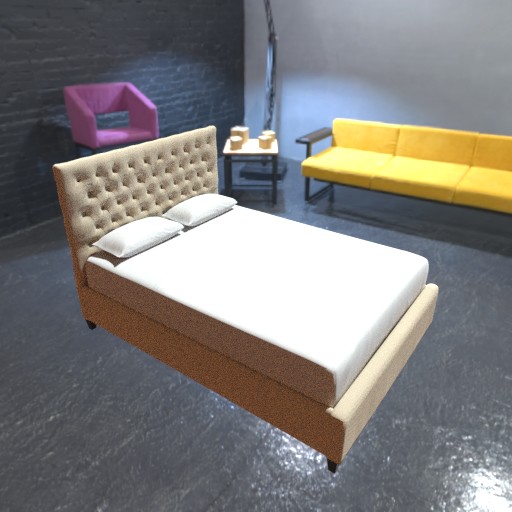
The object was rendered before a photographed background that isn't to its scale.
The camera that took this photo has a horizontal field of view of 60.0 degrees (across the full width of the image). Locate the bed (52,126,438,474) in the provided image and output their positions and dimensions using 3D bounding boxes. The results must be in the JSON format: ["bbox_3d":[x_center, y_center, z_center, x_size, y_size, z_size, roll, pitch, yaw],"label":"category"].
[{"bbox_3d":[0.000,0.000,3.409,2.387,1.427,1.698,19,33,32],"label":"bed"}]
